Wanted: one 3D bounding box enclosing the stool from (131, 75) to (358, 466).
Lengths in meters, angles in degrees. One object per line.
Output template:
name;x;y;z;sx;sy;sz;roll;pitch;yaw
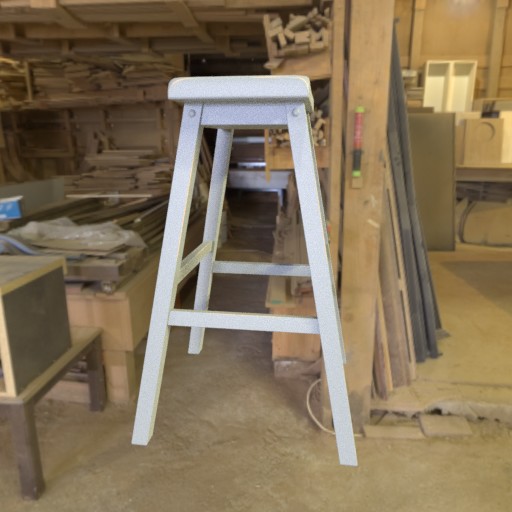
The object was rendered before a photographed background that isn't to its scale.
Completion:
stool;0.000;0.000;1.046;0.476;0.737;0.457;2;15;8
